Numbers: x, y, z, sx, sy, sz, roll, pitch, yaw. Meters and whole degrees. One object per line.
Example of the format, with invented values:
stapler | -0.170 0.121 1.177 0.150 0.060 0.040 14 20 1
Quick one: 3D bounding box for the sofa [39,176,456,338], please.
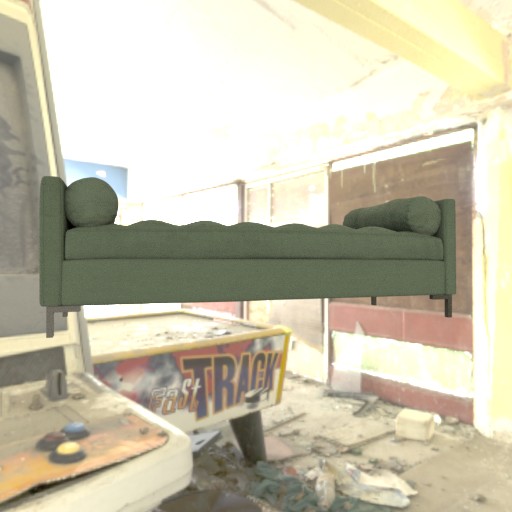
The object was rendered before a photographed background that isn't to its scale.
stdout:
sofa | 0.000 0.000 2.482 2.130 0.681 0.817 0 -1 -19
